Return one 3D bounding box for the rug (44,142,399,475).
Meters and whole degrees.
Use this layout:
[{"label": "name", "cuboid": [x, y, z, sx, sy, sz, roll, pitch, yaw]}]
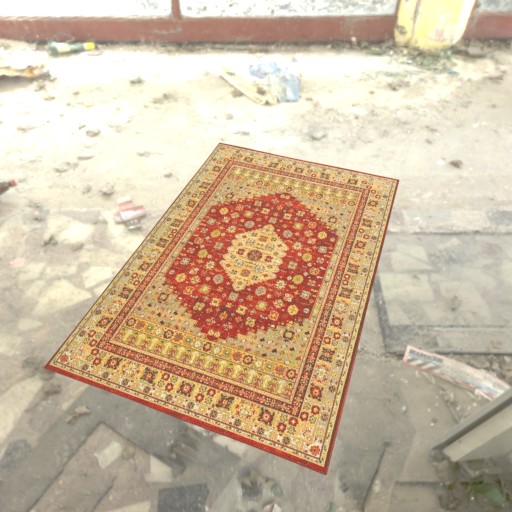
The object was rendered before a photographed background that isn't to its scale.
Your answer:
[{"label": "rug", "cuboid": [0.000, 0.000, 2.264, 1.194, 0.013, 1.802, 15, 48, 14]}]
